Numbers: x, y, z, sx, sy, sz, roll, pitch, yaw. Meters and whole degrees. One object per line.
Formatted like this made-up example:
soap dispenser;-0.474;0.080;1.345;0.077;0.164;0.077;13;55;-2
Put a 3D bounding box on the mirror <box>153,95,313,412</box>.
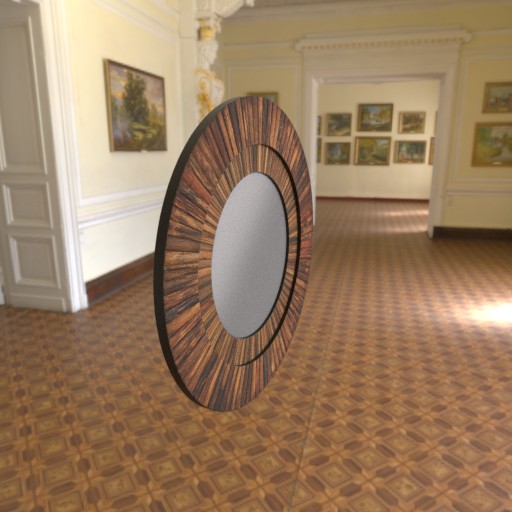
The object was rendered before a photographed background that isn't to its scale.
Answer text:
mirror;0.000;0.000;1.584;0.036;1.077;1.077;7;15;27
